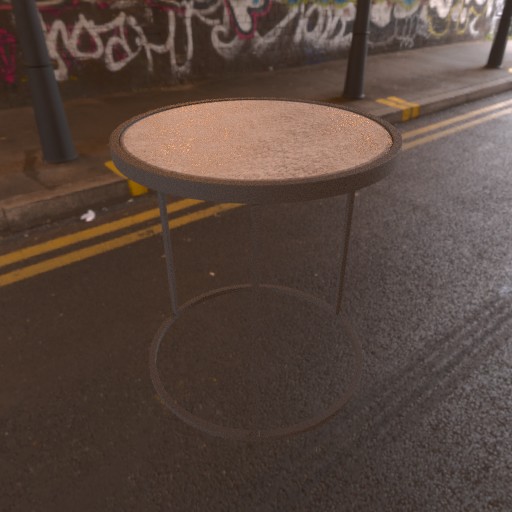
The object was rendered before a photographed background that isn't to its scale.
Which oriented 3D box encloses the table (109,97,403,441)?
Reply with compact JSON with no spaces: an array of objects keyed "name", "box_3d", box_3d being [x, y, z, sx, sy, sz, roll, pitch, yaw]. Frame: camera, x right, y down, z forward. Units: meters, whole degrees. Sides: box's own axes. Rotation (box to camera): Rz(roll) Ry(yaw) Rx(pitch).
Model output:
[{"name":"table","box_3d":[0.000,0.000,0.868,0.470,0.498,0.470,0,32,0]}]
